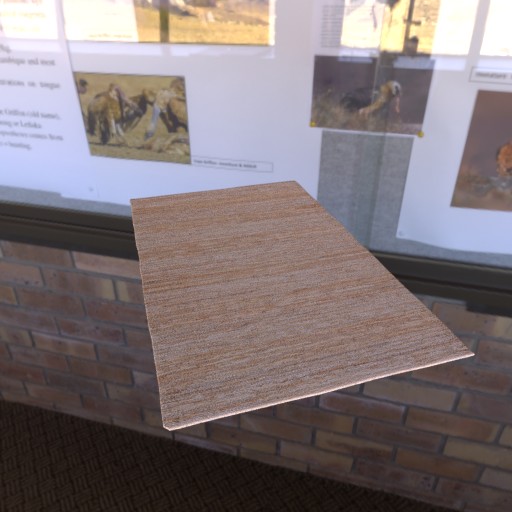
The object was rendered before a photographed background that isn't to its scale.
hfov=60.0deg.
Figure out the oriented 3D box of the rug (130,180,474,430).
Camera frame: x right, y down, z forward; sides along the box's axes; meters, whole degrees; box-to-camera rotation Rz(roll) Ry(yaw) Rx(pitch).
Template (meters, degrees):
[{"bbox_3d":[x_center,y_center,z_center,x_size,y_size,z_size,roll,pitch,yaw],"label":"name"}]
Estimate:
[{"bbox_3d":[0.000,0.000,3.000,1.529,0.009,2.446,-9,32,-15],"label":"rug"}]
